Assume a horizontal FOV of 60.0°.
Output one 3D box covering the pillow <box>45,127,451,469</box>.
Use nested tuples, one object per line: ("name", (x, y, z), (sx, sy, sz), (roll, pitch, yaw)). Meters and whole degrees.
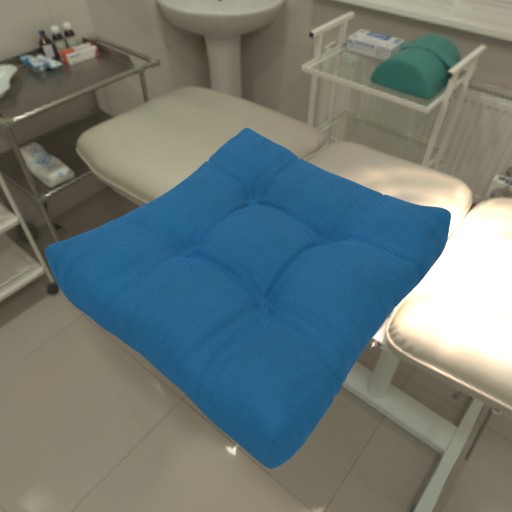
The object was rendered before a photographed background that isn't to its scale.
("pillow", (0.000, 0.000, 0.727), (0.468, 0.128, 0.490), (30, 53, 26))
